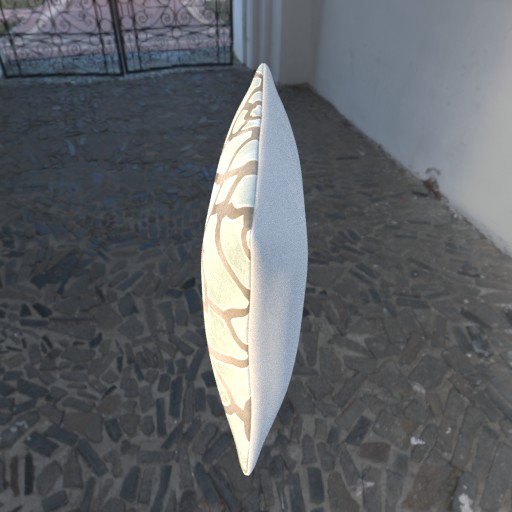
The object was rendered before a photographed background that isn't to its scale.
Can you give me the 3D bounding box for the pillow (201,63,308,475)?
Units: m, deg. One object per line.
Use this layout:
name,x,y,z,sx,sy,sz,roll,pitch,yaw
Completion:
pillow,0.000,0.000,0.794,0.166,0.508,0.552,1,39,2
